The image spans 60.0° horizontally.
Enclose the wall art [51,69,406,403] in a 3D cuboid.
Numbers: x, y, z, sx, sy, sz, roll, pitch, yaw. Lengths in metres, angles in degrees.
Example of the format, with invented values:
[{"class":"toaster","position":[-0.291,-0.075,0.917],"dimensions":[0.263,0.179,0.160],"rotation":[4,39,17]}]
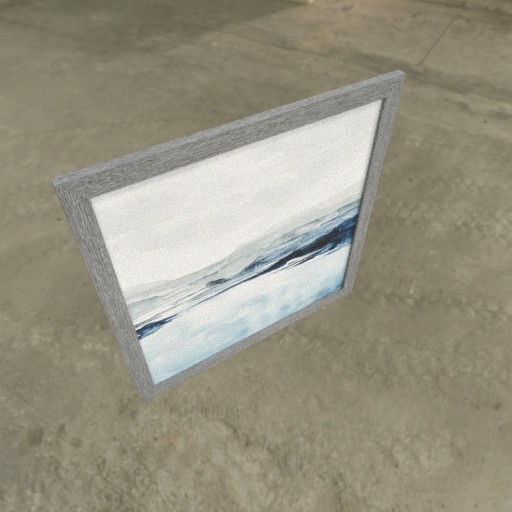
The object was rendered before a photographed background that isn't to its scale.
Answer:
[{"class":"wall art","position":[0.000,0.000,1.004],"dimensions":[0.685,0.685,0.020],"rotation":[-24,51,-21]}]
